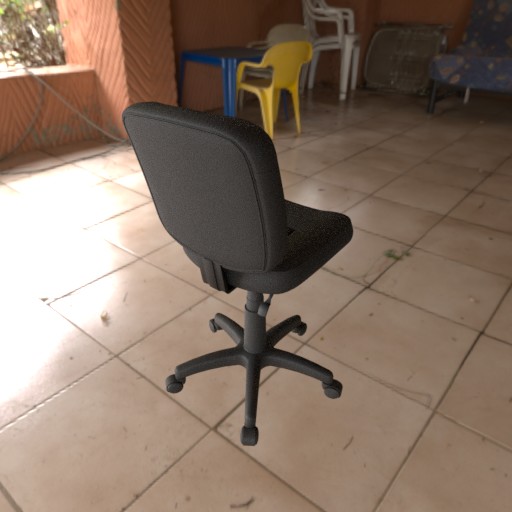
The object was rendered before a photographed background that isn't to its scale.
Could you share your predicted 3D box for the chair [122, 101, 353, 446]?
[{"bbox_3d":[0.000,0.000,1.362,0.610,0.972,0.610,22,37,33],"label":"chair"}]
